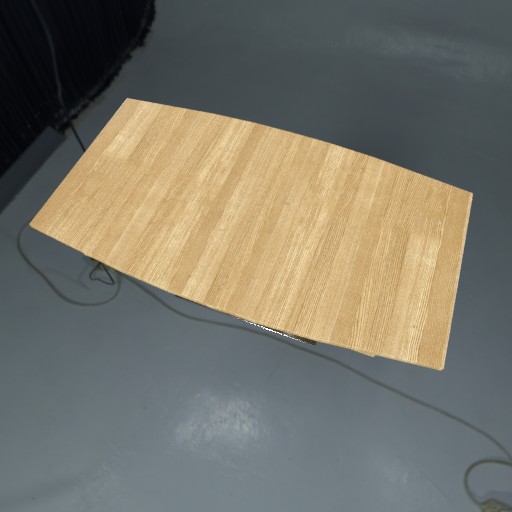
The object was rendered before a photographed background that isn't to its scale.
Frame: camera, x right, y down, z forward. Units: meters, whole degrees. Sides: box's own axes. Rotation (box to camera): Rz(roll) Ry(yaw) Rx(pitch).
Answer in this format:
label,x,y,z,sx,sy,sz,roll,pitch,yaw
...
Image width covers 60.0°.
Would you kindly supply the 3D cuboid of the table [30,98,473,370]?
label,x,y,z,sx,sy,sz,roll,pitch,yaw
table,0.000,0.000,2.088,1.598,0.748,0.900,18,61,10
